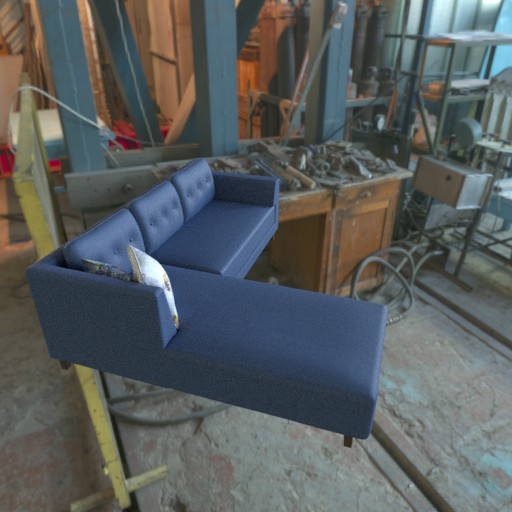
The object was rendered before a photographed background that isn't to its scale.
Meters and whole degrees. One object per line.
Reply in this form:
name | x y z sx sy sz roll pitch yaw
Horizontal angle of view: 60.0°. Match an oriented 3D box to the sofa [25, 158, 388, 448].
sofa | 0.000 0.000 3.058 1.829 0.787 2.120 9 30 16
